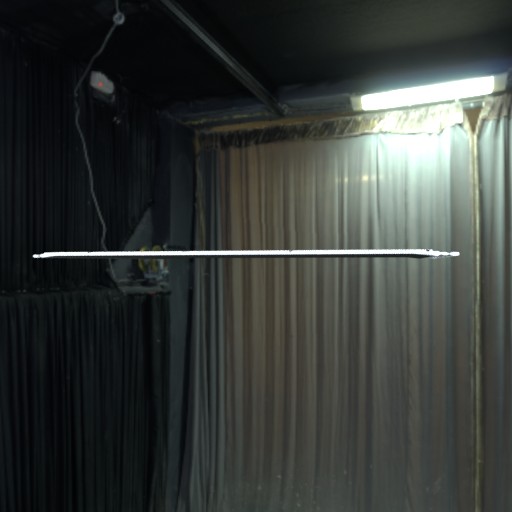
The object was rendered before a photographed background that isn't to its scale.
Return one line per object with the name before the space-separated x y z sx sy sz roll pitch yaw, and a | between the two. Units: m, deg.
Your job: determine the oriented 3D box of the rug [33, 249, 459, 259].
rug | 0.000 0.000 2.922 2.307 0.031 1.494 0 -1 18
